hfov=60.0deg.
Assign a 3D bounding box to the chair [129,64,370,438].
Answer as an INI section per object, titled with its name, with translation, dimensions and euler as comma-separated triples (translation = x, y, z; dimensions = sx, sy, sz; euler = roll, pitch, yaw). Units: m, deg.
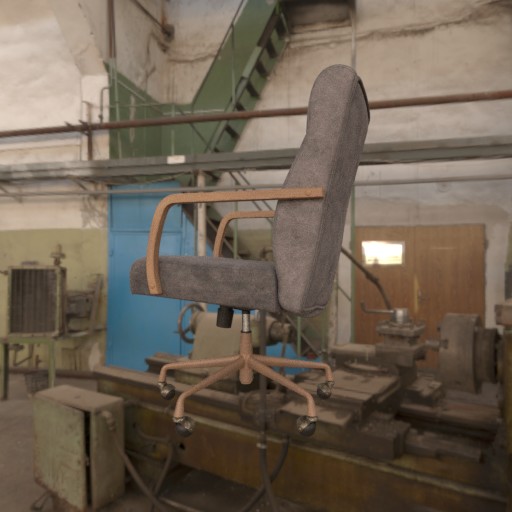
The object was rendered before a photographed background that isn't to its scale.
[chair]
translation = 0.000, 0.000, 1.490
dimensions = 0.741, 1.029, 0.640
euler = 0, 0, 17
